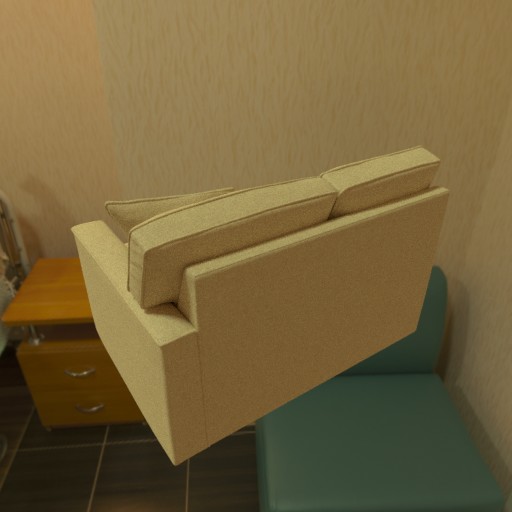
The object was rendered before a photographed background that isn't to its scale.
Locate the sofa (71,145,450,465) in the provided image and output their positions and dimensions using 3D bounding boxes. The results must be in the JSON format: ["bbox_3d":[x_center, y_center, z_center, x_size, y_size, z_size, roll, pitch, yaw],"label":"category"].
[{"bbox_3d":[0.000,0.000,2.071,1.388,0.989,0.991,-19,35,-29],"label":"sofa"}]
